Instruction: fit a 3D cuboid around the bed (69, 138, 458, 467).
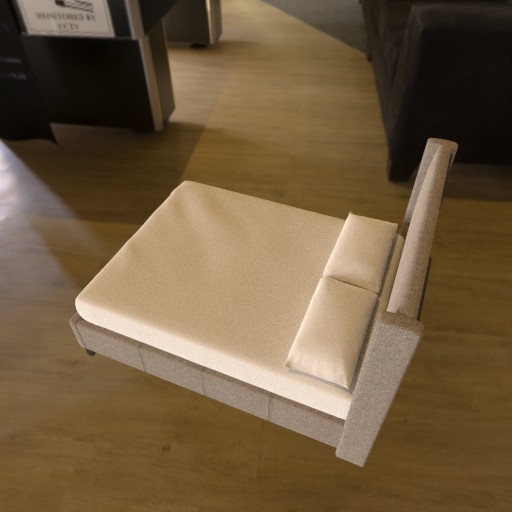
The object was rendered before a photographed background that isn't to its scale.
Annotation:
[{"bbox_3d":[0.000,0.000,3.242,2.245,1.476,1.714,16,47,16],"label":"bed"}]
